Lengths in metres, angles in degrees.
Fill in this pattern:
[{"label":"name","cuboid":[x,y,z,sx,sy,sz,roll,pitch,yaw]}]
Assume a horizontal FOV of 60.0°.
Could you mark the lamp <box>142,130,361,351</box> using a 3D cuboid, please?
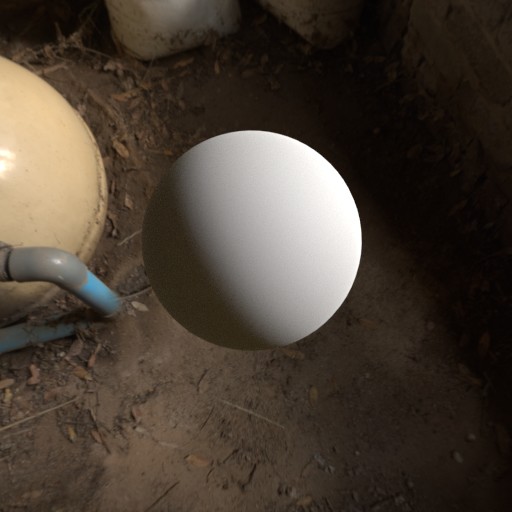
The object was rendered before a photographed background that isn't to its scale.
[{"label":"lamp","cuboid":[0.000,0.000,0.347,0.141,0.250,0.152,32,78,8]}]
